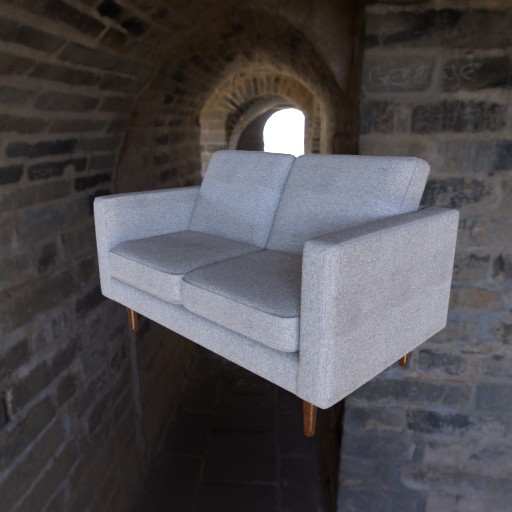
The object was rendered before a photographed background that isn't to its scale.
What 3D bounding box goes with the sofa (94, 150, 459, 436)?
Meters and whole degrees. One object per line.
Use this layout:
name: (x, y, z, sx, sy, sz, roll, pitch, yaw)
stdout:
sofa: (0.000, 0.000, 2.168, 0.969, 0.973, 1.527, -15, 21, -43)
